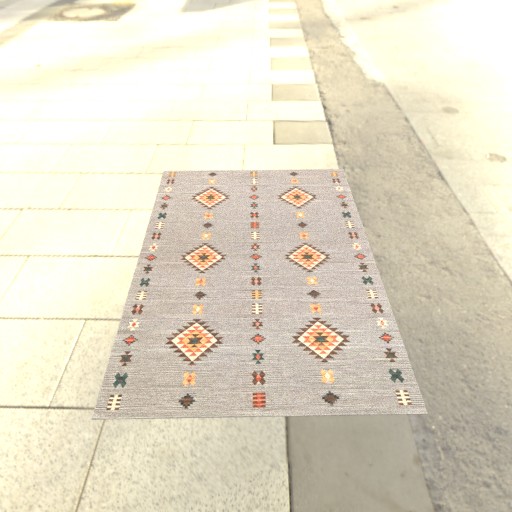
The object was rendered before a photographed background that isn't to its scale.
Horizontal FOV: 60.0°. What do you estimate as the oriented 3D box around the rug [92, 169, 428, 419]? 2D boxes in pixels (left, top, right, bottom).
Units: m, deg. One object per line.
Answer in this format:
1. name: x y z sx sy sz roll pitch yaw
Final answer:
1. rug: 0.000 0.000 2.302 1.217 0.005 1.818 -1 40 -1
